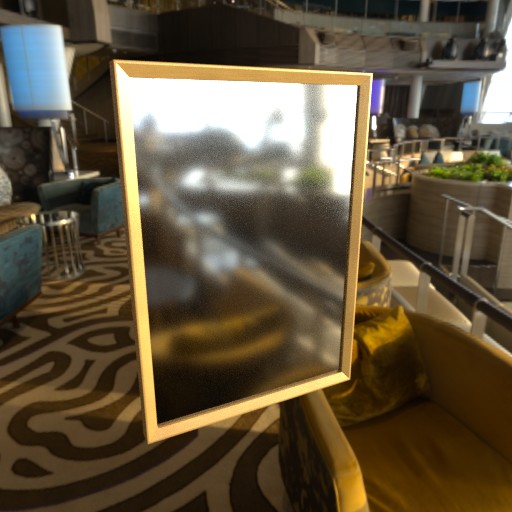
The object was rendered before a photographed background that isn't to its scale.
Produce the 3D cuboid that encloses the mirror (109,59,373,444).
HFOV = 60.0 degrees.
[{"bbox_3d":[0.000,0.000,0.907,0.507,0.710,0.039,-9,20,-25],"label":"mirror"}]
